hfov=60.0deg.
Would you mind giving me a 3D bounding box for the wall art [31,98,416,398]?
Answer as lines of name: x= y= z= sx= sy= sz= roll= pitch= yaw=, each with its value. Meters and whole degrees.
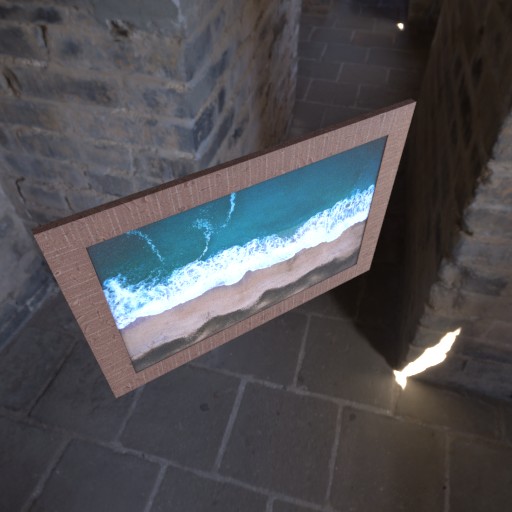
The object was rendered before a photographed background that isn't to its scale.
wall art: x=0.000 y=0.000 z=1.167 sx=0.917 sy=0.626 sz=0.019 roll=-24 pitch=51 yaw=-21
